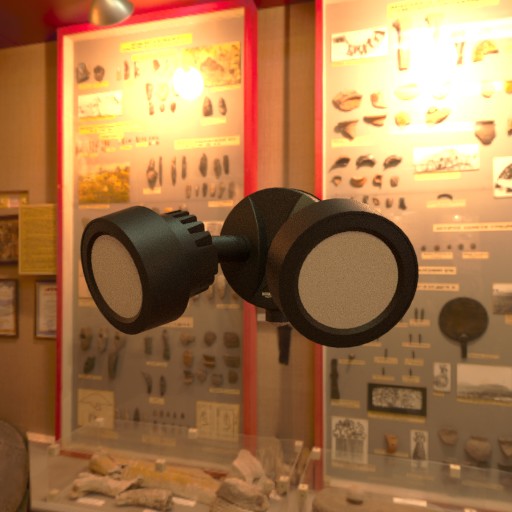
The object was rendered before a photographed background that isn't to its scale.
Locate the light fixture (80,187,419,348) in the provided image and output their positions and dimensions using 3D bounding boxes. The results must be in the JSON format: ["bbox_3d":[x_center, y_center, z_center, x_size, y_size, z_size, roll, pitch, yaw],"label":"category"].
[{"bbox_3d":[0.000,0.000,0.315,0.213,0.120,0.168,0,0,17],"label":"light fixture"}]
